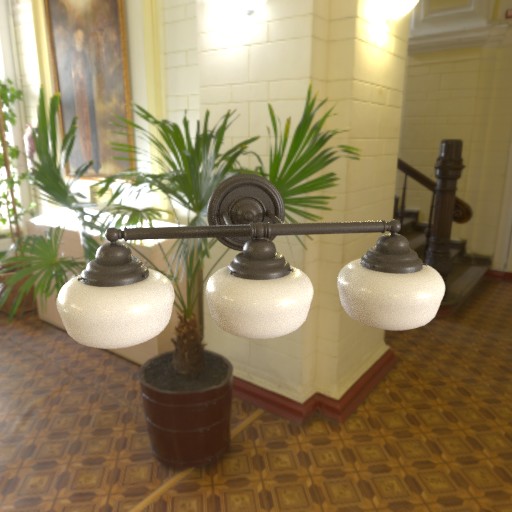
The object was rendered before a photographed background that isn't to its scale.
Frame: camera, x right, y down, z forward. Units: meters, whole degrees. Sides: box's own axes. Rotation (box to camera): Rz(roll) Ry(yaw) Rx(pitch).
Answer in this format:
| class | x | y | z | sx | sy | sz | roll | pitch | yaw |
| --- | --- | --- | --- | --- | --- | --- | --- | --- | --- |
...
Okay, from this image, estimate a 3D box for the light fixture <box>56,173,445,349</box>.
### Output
| class | x | y | z | sx | sy | sz | roll | pitch | yaw |
| --- | --- | --- | --- | --- | --- | --- | --- | --- | --- |
| light fixture | 0.000 | 0.000 | 0.706 | 0.587 | 0.242 | 0.239 | -2 | 15 | -8 |
